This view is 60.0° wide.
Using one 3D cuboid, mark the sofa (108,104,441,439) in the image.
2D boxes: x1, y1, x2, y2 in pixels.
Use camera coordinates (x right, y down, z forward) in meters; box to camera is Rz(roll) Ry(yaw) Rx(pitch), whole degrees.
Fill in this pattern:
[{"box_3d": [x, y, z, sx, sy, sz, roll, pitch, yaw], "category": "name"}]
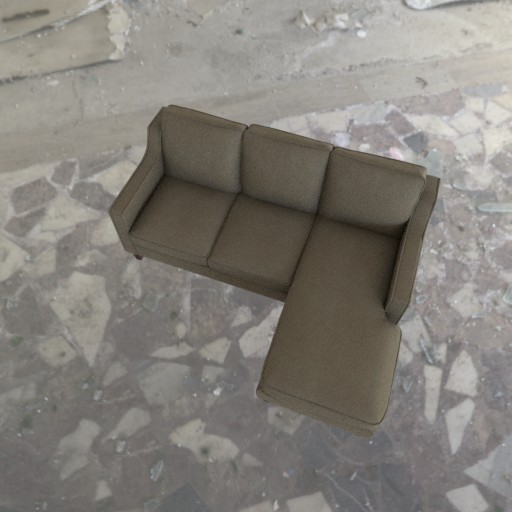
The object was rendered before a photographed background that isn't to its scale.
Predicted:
[{"box_3d": [0.000, 0.000, 3.325, 2.317, 1.081, 1.858, 17, 59, 10], "category": "sofa"}]
